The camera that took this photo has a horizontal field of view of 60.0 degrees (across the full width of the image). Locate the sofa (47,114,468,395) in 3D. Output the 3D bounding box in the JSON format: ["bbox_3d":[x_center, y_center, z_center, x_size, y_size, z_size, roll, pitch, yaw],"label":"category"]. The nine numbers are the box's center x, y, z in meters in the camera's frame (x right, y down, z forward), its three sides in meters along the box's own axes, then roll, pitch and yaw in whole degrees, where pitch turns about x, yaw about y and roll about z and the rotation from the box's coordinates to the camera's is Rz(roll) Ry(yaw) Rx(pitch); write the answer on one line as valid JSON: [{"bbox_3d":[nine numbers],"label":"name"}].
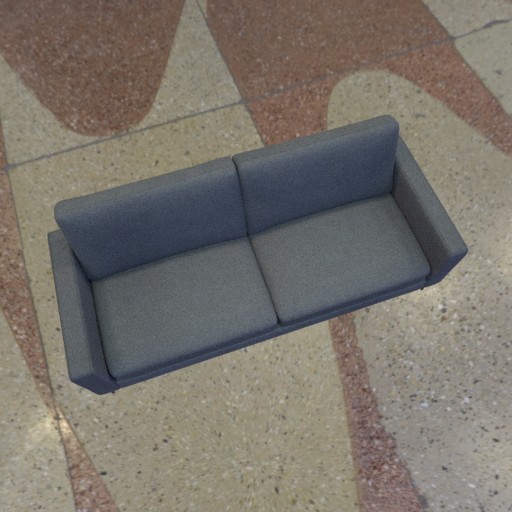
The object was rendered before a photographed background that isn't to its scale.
[{"bbox_3d":[0.000,0.000,2.296,1.925,0.828,0.774,-17,66,-8],"label":"sofa"}]
